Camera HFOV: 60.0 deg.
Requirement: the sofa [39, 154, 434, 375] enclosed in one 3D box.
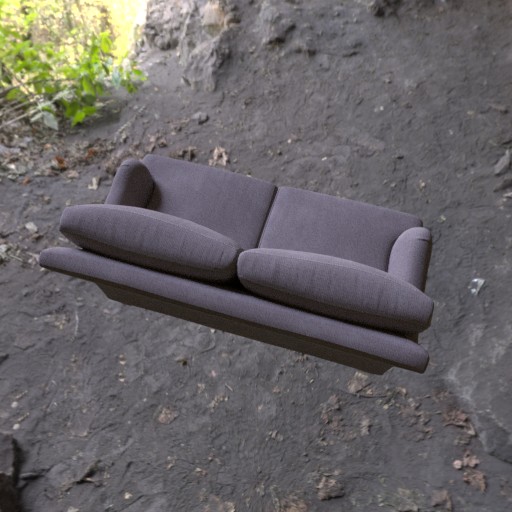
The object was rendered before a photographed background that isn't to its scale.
[{"bbox_3d":[0.000,0.000,2.541,1.853,1.101,1.084,14,64,7],"label":"sofa"}]
